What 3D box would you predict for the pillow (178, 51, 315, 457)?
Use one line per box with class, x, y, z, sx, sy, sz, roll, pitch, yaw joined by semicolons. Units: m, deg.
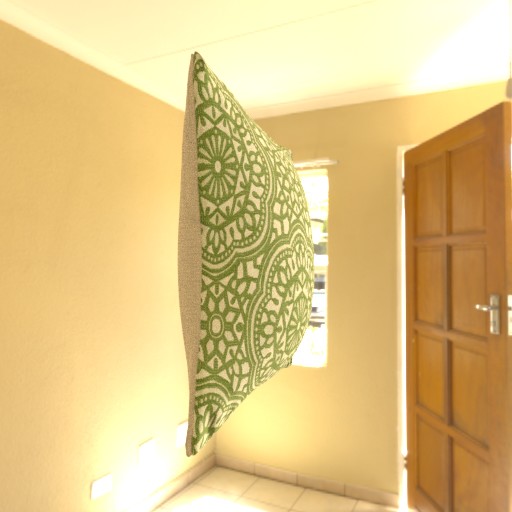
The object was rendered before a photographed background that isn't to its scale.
pillow;0.000;0.000;0.661;0.162;0.419;0.440;0;-1;17
